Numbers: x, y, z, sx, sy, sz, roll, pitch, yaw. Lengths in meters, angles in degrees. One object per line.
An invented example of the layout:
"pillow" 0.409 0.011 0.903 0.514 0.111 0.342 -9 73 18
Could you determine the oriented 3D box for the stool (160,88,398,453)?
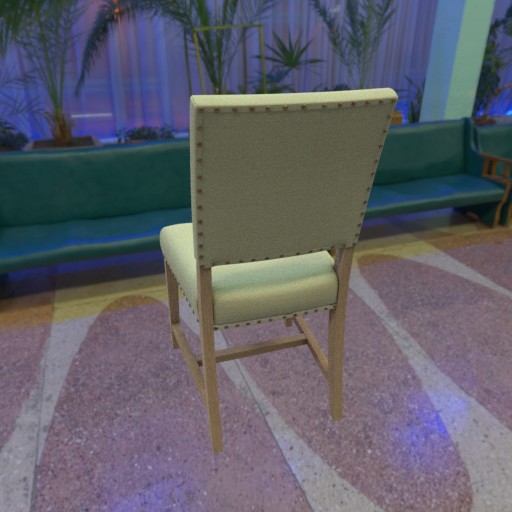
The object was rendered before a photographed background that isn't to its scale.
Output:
"stool" 0.000 0.000 1.331 0.508 0.986 0.623 -8 28 -16
